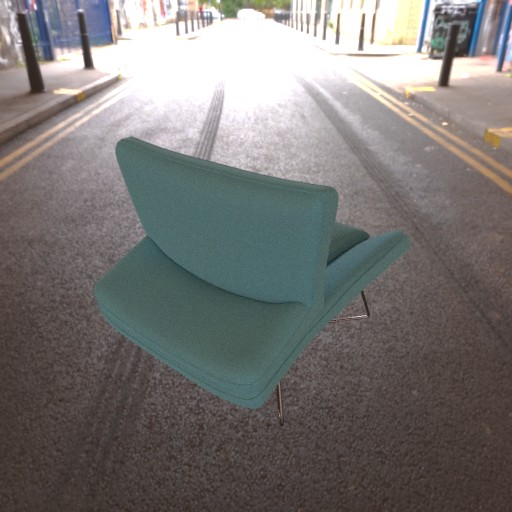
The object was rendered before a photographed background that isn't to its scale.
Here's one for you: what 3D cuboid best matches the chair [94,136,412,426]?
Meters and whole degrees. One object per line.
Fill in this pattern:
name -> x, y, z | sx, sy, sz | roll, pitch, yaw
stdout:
chair -> 0.000, 0.000, 1.680 | 0.859, 0.855, 1.008 | 21, 36, 33
